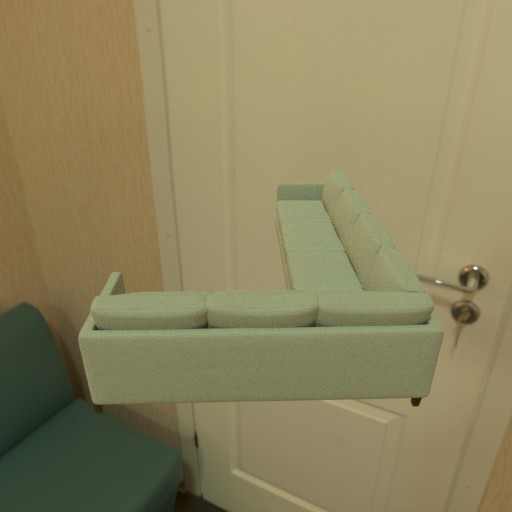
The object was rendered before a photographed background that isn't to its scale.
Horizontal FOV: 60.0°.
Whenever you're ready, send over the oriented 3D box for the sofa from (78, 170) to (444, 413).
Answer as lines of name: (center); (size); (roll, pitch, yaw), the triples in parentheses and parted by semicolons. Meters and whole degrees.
sofa: (0.000, 0.000, 4.532); (2.522, 0.934, 3.333); (-1, 27, -1)
